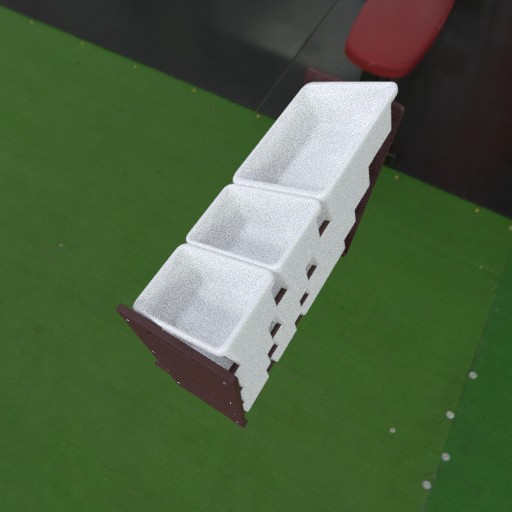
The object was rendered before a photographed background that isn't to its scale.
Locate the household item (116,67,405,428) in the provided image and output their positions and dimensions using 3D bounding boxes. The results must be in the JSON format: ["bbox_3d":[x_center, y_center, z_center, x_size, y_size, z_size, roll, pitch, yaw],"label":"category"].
[{"bbox_3d":[0.000,0.000,1.305,0.389,0.864,0.787,29,67,14],"label":"household item"}]
